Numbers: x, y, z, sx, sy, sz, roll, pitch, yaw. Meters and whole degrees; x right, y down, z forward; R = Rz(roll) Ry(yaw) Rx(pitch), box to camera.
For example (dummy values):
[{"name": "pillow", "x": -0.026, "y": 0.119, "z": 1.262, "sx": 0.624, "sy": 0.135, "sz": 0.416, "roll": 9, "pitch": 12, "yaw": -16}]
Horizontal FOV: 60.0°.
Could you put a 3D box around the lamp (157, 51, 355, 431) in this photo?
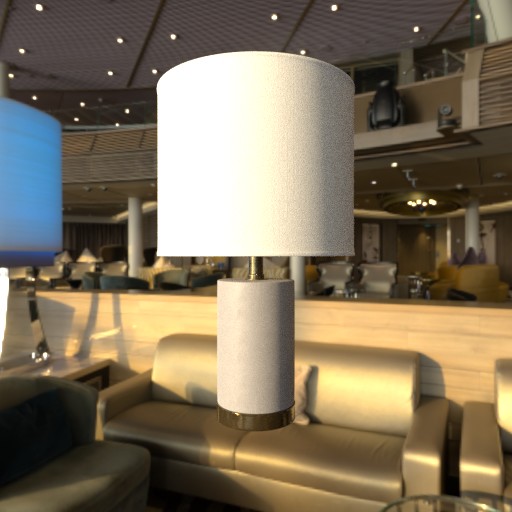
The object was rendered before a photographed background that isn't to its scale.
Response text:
[{"name": "lamp", "x": 0.000, "y": 0.000, "z": 0.526, "sx": 0.229, "sy": 0.380, "sz": 0.229, "roll": 0, "pitch": 0, "yaw": 0}]
